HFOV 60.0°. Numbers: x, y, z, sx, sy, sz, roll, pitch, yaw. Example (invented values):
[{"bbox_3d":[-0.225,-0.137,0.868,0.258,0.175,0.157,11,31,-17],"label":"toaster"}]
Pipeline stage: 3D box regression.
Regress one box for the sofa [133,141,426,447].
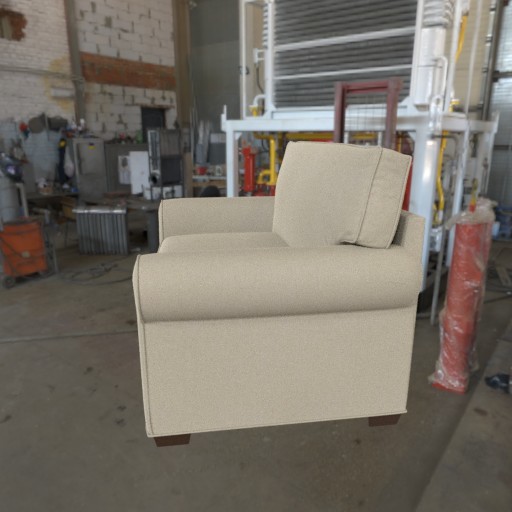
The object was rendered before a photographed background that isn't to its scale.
[{"bbox_3d":[0.000,0.000,2.023,0.937,1.006,1.405,-2,15,-8],"label":"sofa"}]
